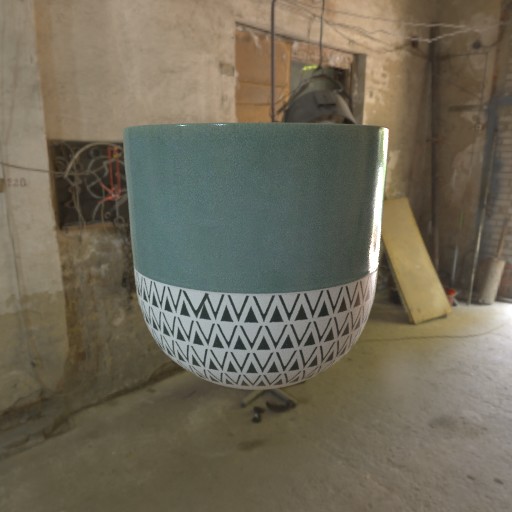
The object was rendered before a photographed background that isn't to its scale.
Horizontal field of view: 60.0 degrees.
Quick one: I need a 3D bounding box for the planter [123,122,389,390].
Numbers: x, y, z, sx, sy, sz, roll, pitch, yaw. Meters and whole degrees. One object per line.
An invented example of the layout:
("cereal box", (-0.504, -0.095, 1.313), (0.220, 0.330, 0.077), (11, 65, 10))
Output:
("planter", (0.000, 0.000, 0.491), (0.266, 0.270, 0.266), (0, 14, 0))
